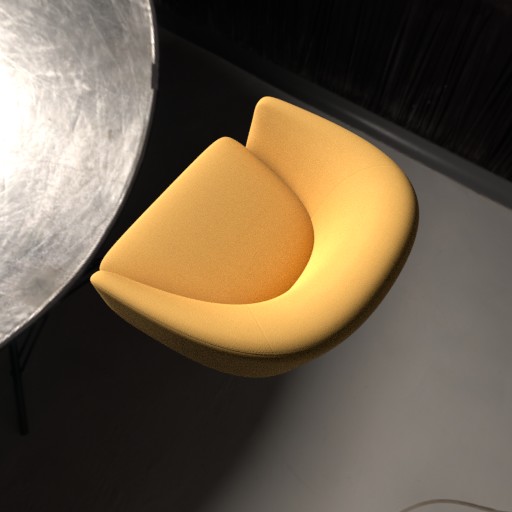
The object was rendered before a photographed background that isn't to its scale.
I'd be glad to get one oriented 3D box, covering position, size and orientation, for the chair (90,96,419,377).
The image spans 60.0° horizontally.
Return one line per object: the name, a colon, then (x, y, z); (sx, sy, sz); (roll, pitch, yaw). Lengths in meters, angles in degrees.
chair: (0.000, 0.000, 1.374); (0.767, 0.698, 0.773); (32, 68, 15)
